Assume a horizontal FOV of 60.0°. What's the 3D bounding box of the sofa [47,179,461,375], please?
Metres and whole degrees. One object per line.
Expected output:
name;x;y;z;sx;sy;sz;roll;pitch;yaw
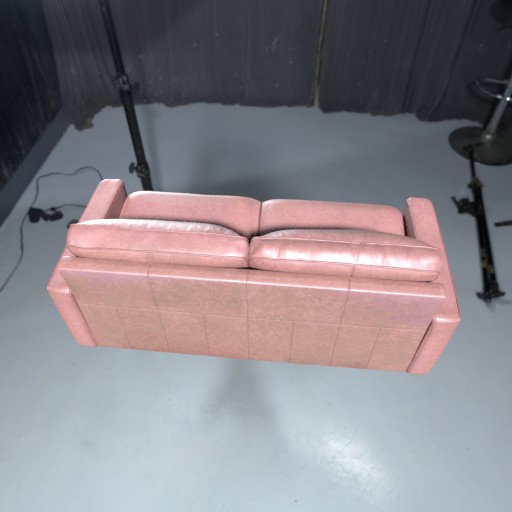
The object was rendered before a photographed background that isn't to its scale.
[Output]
sofa;0.000;0.000;2.562;2.080;0.919;0.940;4;48;4
